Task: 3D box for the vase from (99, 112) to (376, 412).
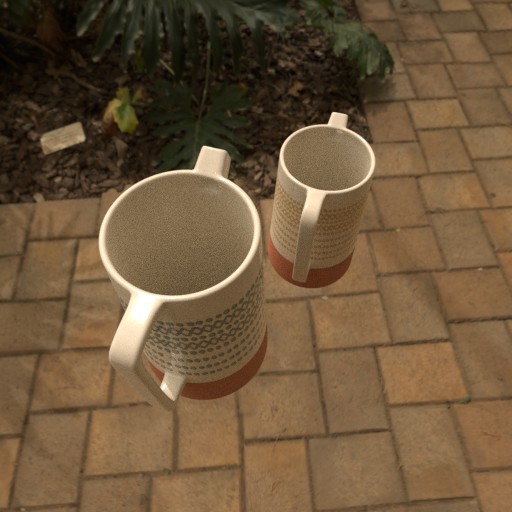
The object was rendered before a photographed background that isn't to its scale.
[{"bbox_3d":[0.000,0.000,0.461,0.326,0.247,0.168,-29,62,-17],"label":"vase"}]
